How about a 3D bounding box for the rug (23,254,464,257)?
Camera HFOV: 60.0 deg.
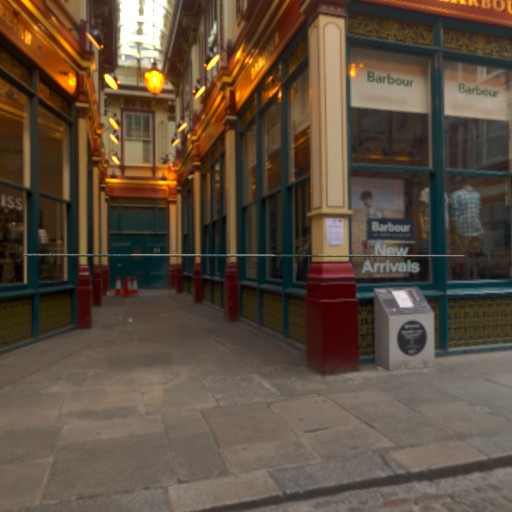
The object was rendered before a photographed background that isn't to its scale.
[{"bbox_3d":[0.000,0.000,2.703,2.437,0.008,0.774,0,0,-18],"label":"rug"}]
